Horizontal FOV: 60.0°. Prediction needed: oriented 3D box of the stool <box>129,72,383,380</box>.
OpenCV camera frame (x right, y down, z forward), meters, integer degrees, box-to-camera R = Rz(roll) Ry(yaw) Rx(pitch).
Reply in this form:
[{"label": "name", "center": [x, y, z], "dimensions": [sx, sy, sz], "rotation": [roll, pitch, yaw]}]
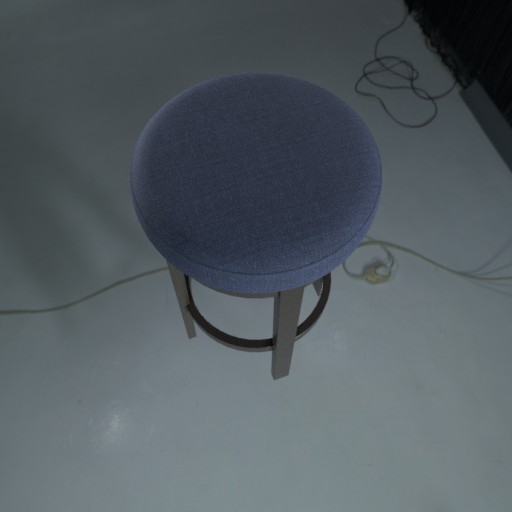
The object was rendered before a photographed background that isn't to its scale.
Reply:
[{"label": "stool", "center": [0.000, 0.000, 1.052], "dimensions": [0.446, 0.758, 0.446], "rotation": [0, 63, 0]}]
